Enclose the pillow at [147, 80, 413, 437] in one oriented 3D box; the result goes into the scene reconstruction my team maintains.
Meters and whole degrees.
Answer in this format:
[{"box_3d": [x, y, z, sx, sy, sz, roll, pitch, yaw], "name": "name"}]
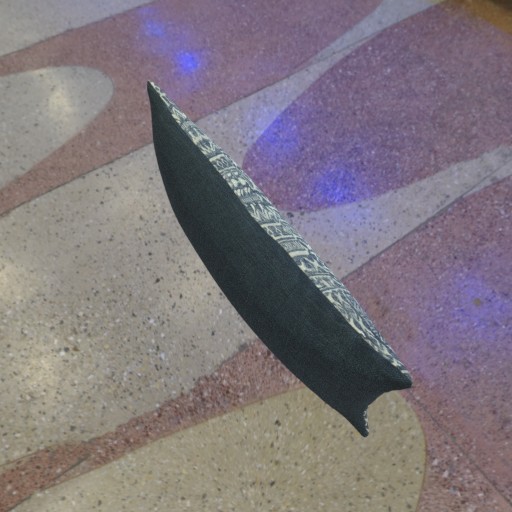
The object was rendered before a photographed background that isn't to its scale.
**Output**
[{"box_3d": [0.000, 0.000, 0.730, 0.148, 0.292, 0.631, -31, 65, -17], "name": "pillow"}]
